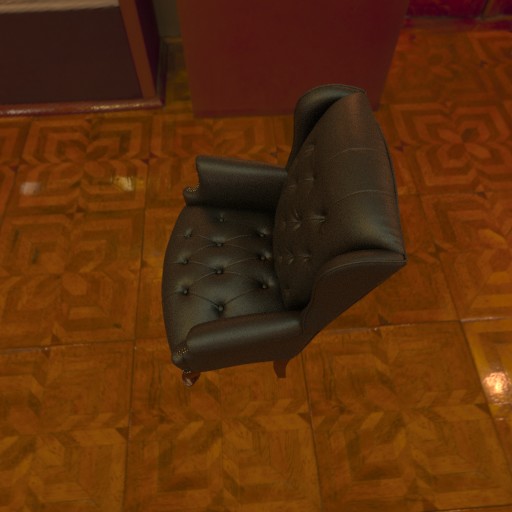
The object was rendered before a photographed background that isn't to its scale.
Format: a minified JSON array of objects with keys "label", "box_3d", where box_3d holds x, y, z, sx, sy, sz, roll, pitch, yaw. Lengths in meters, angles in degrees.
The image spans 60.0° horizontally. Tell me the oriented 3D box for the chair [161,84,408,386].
[{"label":"chair","box_3d":[0.000,0.000,1.686,0.762,1.111,0.838,-2,58,-1]}]
